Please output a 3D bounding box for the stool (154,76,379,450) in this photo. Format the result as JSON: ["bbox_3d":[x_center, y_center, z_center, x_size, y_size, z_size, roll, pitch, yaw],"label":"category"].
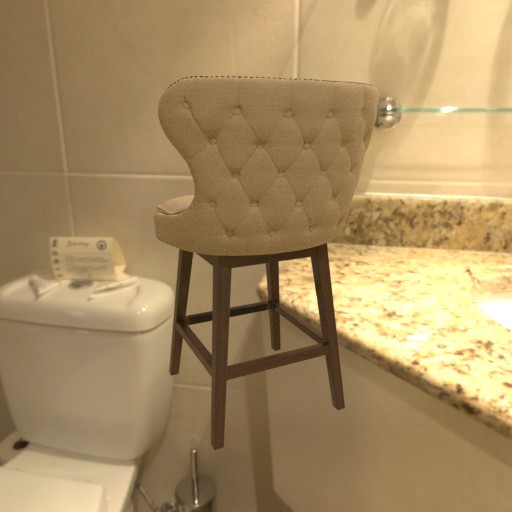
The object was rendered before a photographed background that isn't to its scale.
[{"bbox_3d":[0.000,0.000,1.362,0.615,0.972,0.597,-8,18,-25],"label":"stool"}]
